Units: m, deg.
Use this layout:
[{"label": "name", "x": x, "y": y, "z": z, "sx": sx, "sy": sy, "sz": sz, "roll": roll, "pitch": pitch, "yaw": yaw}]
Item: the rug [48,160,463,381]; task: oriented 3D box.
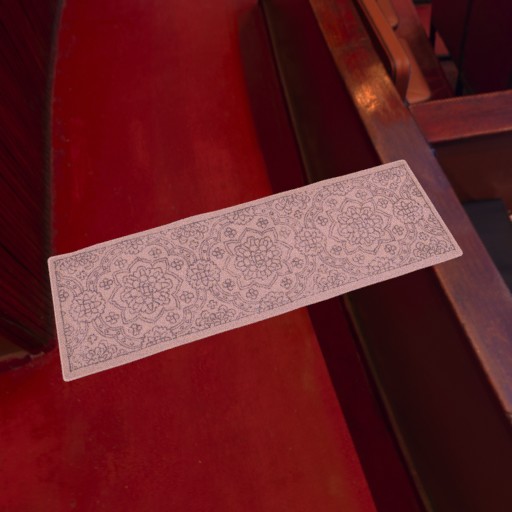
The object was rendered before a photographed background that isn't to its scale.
[{"label": "rug", "x": 0.000, "y": 0.000, "z": 2.721, "sx": 2.431, "sy": 0.006, "sz": 0.806, "roll": -17, "pitch": 64, "yaw": -9}]
